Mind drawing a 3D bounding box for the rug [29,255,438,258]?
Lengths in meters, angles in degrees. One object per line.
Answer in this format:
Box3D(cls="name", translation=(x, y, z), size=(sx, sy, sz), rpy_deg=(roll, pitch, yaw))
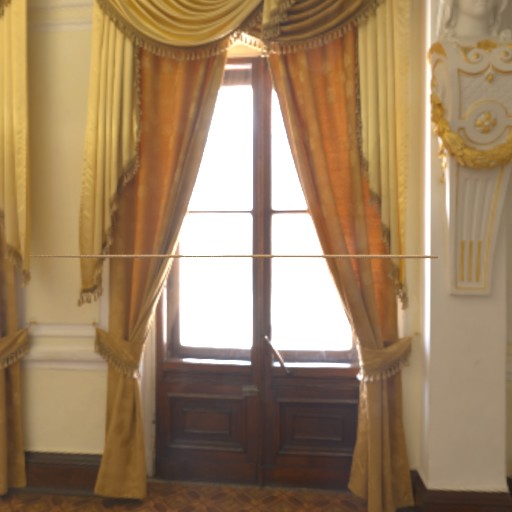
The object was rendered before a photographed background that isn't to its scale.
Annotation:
Box3D(cls="rug", translation=(0.000, 0.000, 4.003), size=(2.895, 0.018, 2.288), rpy_deg=(0, 0, 18))
